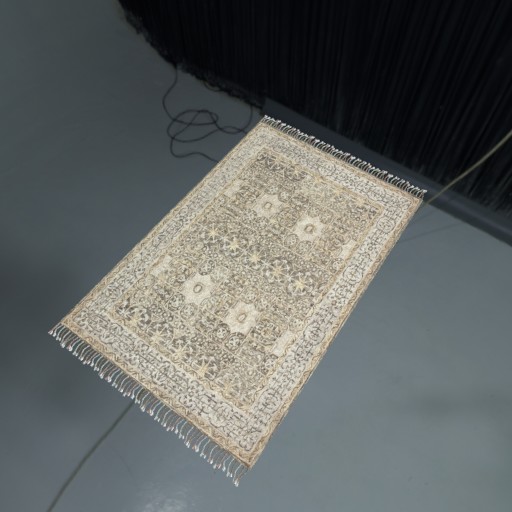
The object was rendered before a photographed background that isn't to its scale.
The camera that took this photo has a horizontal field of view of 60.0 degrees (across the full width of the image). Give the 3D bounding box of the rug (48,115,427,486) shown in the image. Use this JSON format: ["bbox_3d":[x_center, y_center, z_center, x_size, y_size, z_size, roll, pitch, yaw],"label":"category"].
[{"bbox_3d":[0.000,0.000,2.547,1.237,0.010,2.029,31,63,17],"label":"rug"}]
